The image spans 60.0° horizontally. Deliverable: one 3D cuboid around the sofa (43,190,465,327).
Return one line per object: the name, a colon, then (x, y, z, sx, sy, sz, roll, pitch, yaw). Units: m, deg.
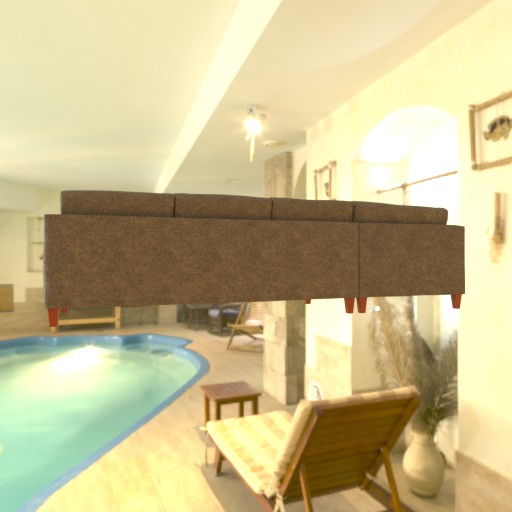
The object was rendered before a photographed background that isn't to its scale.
sofa: (0.000, 0.000, 4.178, 3.471, 0.954, 1.606, 0, 0, -18)
